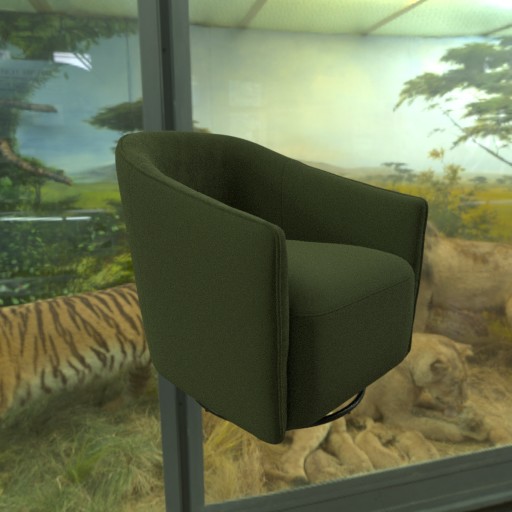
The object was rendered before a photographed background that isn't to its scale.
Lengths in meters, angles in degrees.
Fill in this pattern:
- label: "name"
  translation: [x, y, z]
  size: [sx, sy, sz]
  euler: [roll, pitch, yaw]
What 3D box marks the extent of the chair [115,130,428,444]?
- label: "chair"
  translation: [0.000, 0.000, 1.429]
  size: [0.875, 0.799, 0.747]
  euler: [13, 19, 43]
